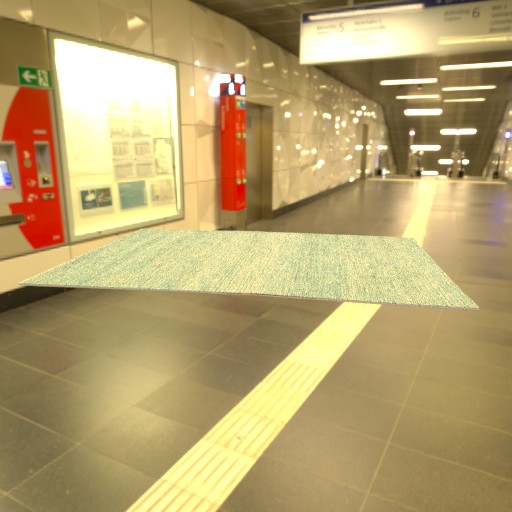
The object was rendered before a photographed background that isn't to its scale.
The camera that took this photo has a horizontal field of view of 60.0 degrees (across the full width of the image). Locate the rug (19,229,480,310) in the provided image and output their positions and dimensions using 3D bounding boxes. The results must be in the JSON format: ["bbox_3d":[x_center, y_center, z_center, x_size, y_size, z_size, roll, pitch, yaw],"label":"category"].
[{"bbox_3d":[0.000,0.000,2.930,2.305,0.029,1.593,2,14,9],"label":"rug"}]
